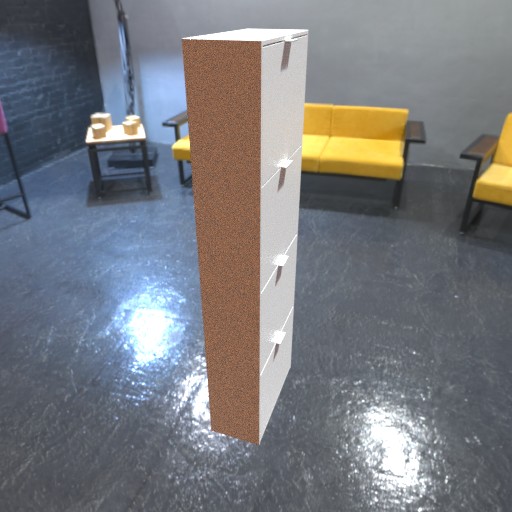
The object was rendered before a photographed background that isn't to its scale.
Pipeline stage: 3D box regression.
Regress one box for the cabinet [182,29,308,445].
[{"bbox_3d":[0.000,0.000,1.815,0.255,1.630,0.520,10,31,17],"label":"cabinet"}]
